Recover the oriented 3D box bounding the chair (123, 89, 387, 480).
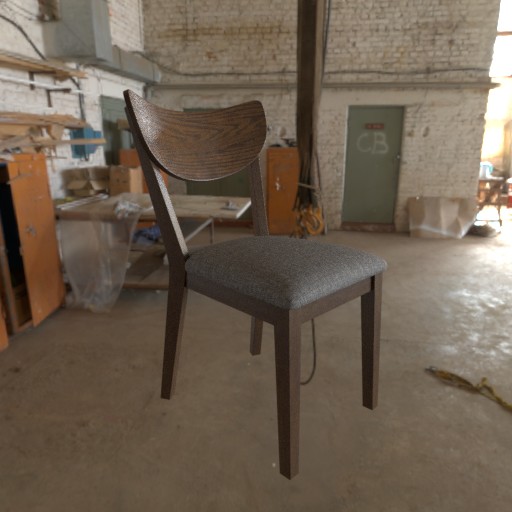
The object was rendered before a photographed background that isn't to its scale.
[{"bbox_3d":[0.000,0.000,1.204,0.583,0.849,0.491,14,20,42],"label":"chair"}]
